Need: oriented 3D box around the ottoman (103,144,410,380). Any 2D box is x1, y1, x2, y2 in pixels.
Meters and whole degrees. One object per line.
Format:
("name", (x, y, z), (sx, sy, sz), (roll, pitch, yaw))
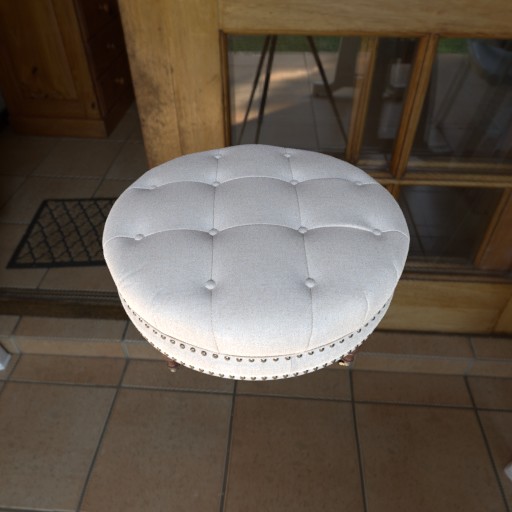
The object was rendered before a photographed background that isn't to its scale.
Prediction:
("ottoman", (0.000, 0.000, 1.503), (0.940, 0.483, 0.940), (0, 42, 0))
